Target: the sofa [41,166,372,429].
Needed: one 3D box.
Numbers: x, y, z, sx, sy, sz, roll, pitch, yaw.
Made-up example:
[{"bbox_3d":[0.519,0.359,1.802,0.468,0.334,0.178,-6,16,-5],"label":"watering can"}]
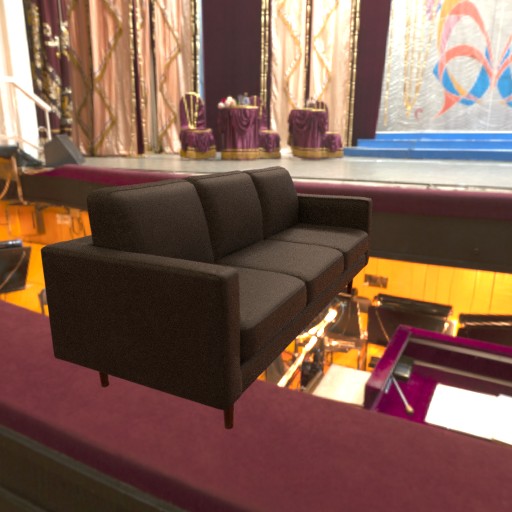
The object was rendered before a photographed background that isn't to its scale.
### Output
[{"bbox_3d":[0.000,0.000,2.480,0.879,0.899,2.029,8,17,26],"label":"sofa"}]
